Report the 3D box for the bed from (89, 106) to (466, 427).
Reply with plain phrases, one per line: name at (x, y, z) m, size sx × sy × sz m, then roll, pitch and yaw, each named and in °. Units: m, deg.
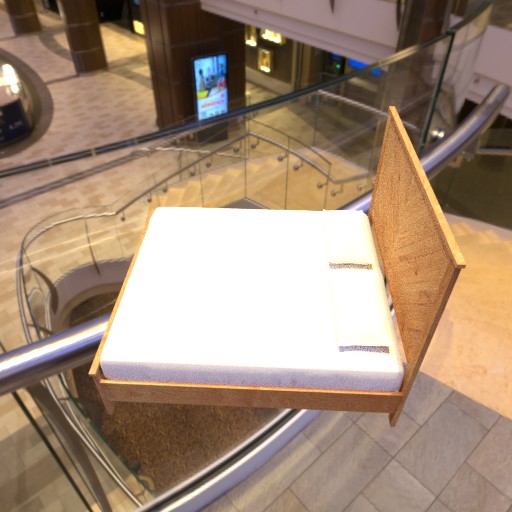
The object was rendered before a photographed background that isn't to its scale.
bed at (0.000, 0.000, 4.068) m, size 2.530 × 1.938 × 2.225 m, roll 2°, pitch 41°, yaw 2°
